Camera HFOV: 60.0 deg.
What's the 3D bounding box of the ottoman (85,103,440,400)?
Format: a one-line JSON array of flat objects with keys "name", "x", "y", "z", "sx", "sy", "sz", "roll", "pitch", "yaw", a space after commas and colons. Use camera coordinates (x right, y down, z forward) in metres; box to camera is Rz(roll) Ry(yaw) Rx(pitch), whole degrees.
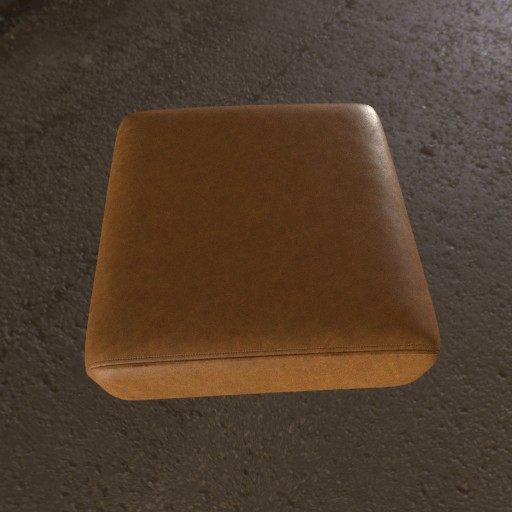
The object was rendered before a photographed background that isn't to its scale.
[{"name": "ottoman", "x": 0.000, "y": 0.000, "z": 1.050, "sx": 0.650, "sy": 0.399, "sz": 0.650, "roll": -3, "pitch": 59, "yaw": -2}]
